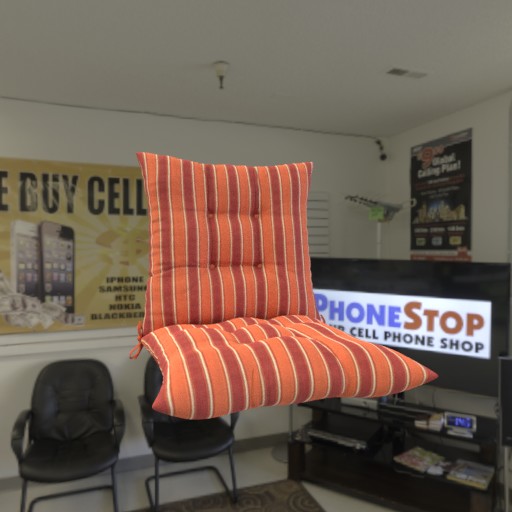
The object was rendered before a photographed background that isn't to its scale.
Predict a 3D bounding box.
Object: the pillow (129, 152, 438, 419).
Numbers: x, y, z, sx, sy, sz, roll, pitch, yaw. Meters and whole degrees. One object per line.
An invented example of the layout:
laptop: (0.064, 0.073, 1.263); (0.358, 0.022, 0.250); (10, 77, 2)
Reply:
pillow: (0.000, 0.000, 0.993); (0.541, 0.536, 0.585); (0, 1, -17)
